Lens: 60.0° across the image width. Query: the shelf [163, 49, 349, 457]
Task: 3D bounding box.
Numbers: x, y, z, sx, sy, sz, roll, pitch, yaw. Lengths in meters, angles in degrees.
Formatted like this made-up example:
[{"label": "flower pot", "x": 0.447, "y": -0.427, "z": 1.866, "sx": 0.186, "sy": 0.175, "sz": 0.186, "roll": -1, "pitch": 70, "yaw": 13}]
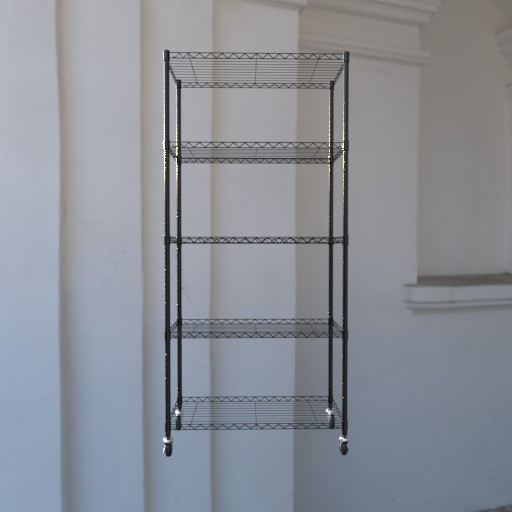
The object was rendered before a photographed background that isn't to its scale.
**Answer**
[{"label": "shelf", "x": 0.000, "y": 0.000, "z": 1.950, "sx": 0.762, "sy": 1.645, "sz": 0.356, "roll": 0, "pitch": 1, "yaw": -1}]
